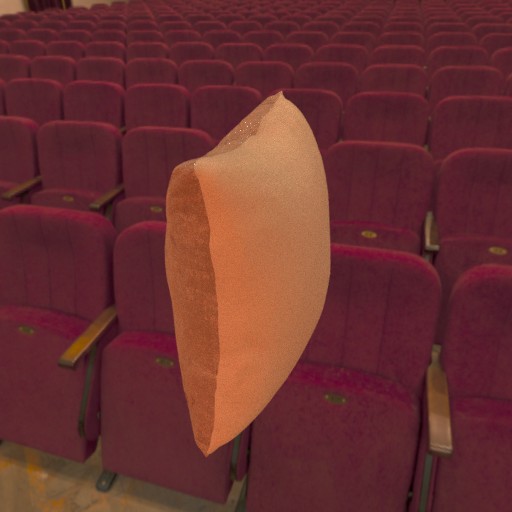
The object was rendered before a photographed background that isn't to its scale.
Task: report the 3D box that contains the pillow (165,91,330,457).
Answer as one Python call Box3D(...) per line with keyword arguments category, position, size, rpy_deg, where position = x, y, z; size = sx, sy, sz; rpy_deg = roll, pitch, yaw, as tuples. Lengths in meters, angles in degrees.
Box3D(category="pillow", position=(0.000, 0.000, 0.728), size=(0.245, 0.448, 0.450), rpy_deg=(9, 31, 14))
